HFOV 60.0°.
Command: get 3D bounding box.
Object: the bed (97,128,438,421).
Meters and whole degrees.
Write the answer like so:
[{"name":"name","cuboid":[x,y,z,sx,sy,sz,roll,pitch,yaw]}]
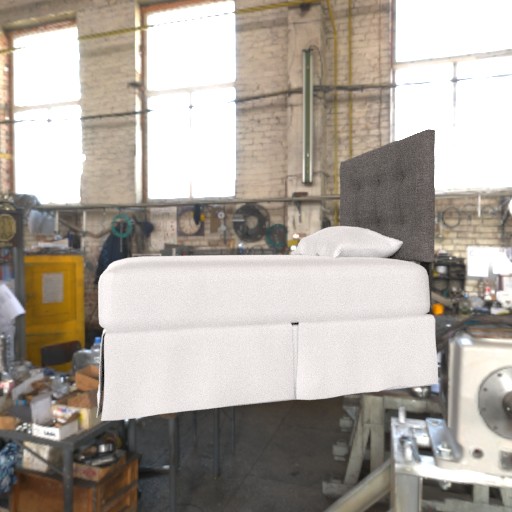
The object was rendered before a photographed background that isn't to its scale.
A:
[{"name":"bed","cuboid":[0.000,0.000,2.983,1.997,1.571,1.261,0,1,-16]}]
